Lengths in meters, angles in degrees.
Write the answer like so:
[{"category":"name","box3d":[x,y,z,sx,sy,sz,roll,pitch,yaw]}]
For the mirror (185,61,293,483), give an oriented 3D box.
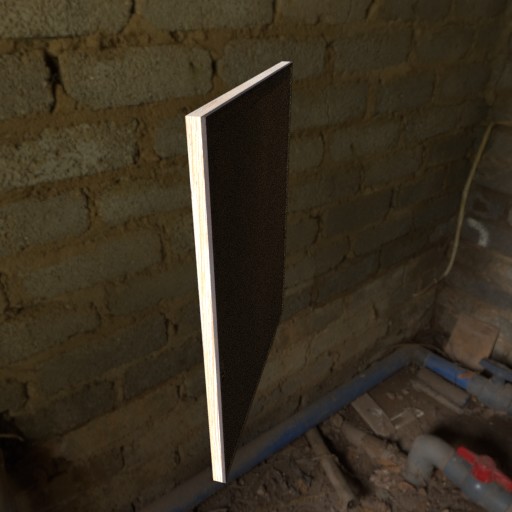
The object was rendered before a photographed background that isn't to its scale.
[{"category":"mirror","box3d":[0.000,0.000,1.185,0.032,0.882,0.730,7,31,12]}]
